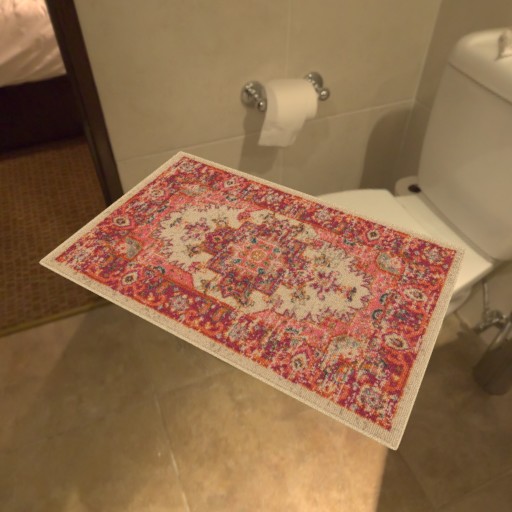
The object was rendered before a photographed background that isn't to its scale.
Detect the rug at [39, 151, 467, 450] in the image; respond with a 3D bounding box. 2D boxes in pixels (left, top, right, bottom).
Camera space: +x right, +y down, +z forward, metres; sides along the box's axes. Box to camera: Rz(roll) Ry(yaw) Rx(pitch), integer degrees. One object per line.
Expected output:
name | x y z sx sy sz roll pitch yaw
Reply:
rug | 0.000 0.000 1.062 0.868 0.004 0.556 23 50 21
